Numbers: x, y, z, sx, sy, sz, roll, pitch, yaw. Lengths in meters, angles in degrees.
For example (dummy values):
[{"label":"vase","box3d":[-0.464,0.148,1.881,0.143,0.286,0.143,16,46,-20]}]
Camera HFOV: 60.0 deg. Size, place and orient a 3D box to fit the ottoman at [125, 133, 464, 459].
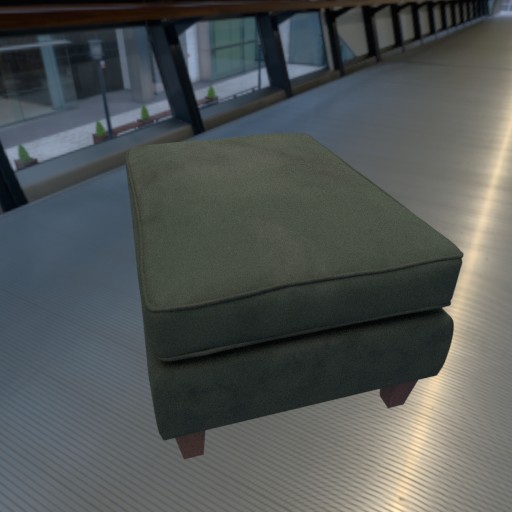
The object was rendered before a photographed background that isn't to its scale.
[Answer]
[{"label":"ottoman","box3d":[0.000,0.000,1.210,0.632,0.495,0.864,-9,33,-14]}]
